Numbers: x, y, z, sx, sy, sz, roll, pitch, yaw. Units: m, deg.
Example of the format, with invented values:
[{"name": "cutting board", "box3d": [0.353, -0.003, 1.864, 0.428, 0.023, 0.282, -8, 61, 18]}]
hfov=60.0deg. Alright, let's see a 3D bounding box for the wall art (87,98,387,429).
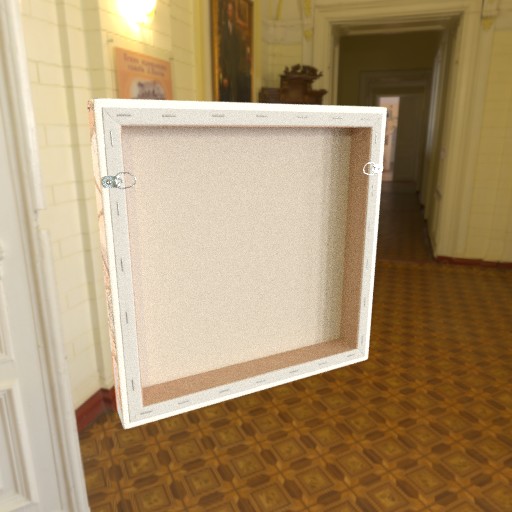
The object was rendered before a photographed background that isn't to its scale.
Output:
[{"name": "wall art", "box3d": [0.000, 0.000, 0.467, 0.303, 0.304, 0.036, -8, 17, -26]}]
